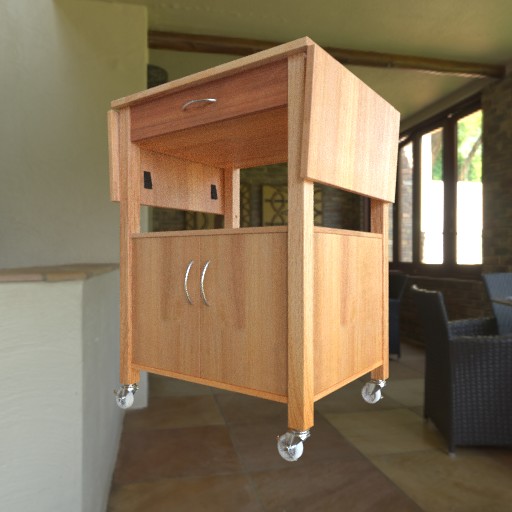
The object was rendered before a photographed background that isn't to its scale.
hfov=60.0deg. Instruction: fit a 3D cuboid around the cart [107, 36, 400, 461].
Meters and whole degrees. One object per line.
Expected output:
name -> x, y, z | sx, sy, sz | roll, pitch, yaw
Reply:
cart -> 0.000, 0.000, 1.227 | 0.640, 0.838, 0.508 | 0, 0, 36
